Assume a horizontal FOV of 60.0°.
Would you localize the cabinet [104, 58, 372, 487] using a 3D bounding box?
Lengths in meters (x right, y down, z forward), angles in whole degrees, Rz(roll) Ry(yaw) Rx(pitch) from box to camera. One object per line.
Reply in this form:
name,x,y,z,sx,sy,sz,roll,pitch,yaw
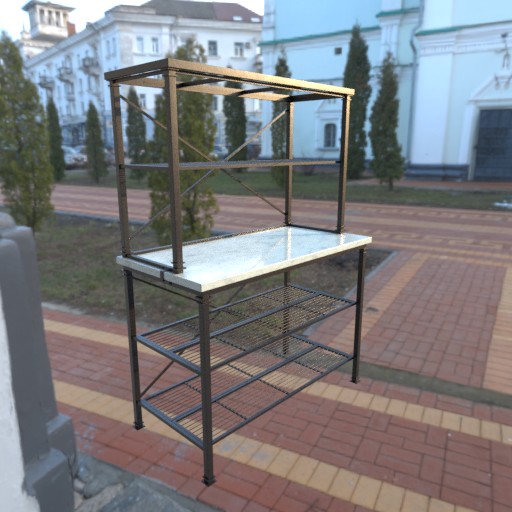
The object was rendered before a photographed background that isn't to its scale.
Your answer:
cabinet,0.000,0.000,2.233,0.610,1.659,1.210,13,19,42
